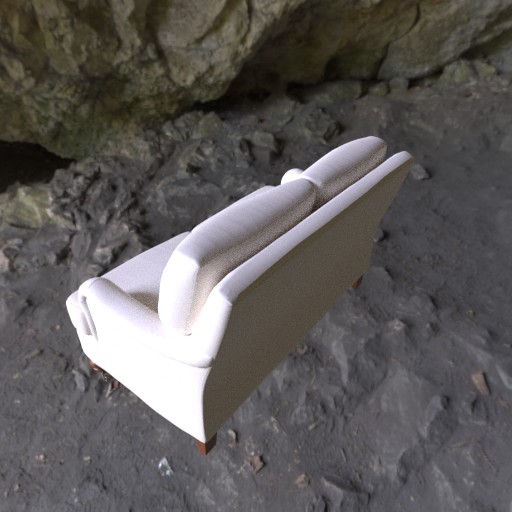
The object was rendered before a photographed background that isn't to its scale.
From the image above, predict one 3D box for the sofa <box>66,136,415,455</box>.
[{"bbox_3d":[0.000,0.000,2.534,1.084,1.101,1.853,21,37,30],"label":"sofa"}]
